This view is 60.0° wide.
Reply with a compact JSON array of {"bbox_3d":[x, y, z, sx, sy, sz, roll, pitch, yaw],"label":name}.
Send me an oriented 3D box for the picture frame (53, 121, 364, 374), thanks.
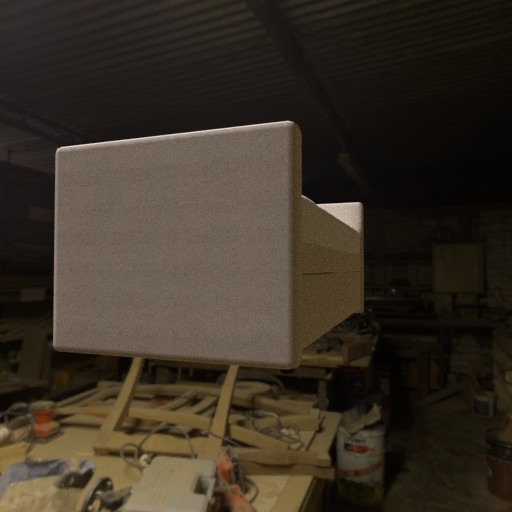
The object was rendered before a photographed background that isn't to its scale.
[{"bbox_3d":[0.000,0.000,2.721,1.069,0.891,2.161,-1,-2,20],"label":"picture frame"}]
